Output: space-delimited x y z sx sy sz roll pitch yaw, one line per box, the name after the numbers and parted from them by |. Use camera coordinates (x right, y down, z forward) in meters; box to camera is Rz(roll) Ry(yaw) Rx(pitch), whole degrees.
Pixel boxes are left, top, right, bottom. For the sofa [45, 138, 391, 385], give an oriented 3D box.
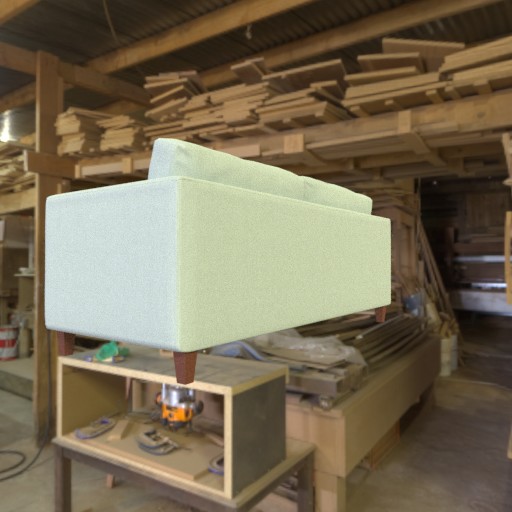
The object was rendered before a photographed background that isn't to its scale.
0.000 0.000 2.722 0.951 0.965 2.208 0 0 36 | sofa
